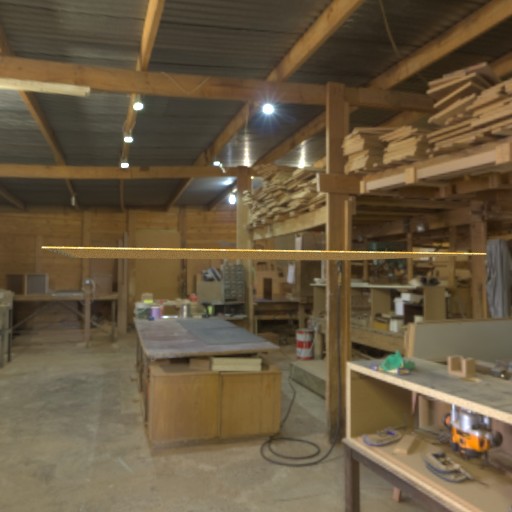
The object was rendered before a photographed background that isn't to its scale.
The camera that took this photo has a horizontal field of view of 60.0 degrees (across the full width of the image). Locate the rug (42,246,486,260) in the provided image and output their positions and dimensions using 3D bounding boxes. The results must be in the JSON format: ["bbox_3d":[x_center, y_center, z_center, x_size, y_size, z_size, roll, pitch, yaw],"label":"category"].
[{"bbox_3d":[0.000,0.000,2.991,2.424,0.010,1.511,1,-2,-18],"label":"rug"}]
